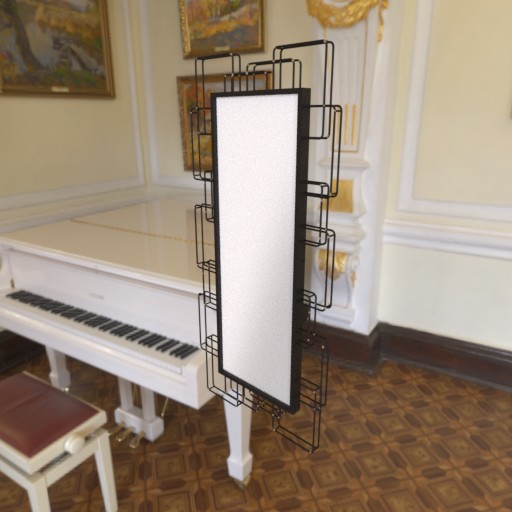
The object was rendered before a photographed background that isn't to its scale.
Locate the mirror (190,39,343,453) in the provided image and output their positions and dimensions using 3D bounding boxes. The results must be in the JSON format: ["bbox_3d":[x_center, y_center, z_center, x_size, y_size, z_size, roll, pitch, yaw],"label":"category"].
[{"bbox_3d":[0.000,0.000,1.402,0.565,1.192,0.037,16,23,41],"label":"mirror"}]
